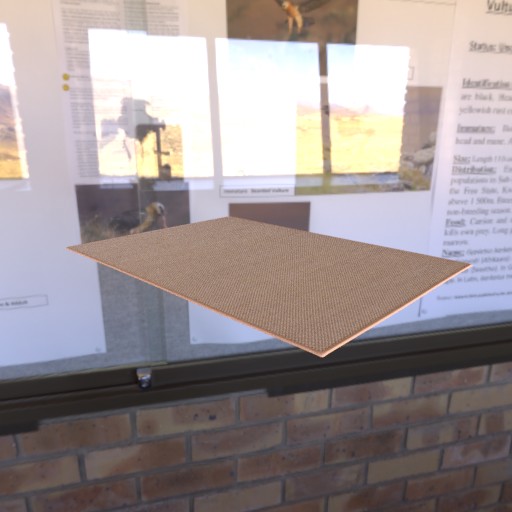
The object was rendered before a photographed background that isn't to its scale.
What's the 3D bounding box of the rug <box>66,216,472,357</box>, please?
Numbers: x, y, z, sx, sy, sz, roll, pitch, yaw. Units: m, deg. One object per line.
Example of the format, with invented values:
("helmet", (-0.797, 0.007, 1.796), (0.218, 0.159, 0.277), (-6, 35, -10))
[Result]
("rug", (0.000, 0.000, 2.821), (2.134, 0.013, 1.524), (15, 22, 42))
